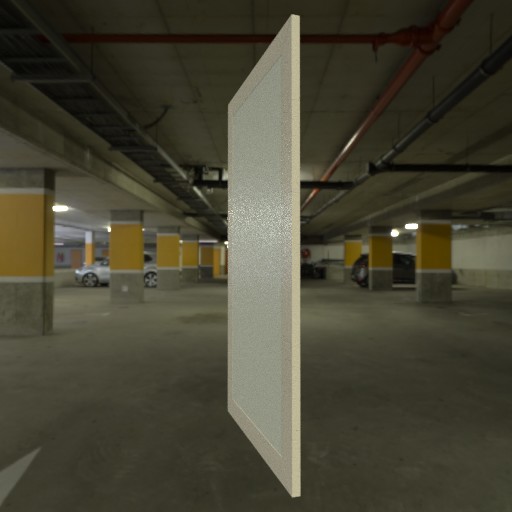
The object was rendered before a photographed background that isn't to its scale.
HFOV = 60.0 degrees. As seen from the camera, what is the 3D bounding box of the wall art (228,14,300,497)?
[{"bbox_3d":[0.000,0.000,0.809,0.013,0.683,0.380,0,-1,-17],"label":"wall art"}]
